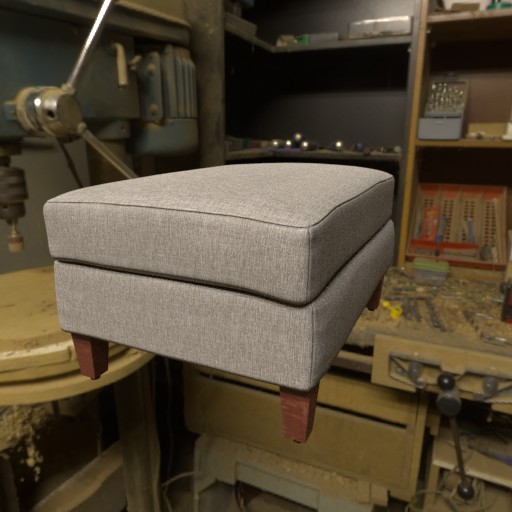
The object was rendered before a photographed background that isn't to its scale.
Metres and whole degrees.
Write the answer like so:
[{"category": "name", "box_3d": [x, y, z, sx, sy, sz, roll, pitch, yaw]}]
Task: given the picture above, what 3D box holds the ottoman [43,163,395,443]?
[{"category": "ottoman", "box_3d": [0.000, 0.000, 1.226, 0.639, 0.494, 0.873, 7, 18, 24]}]
